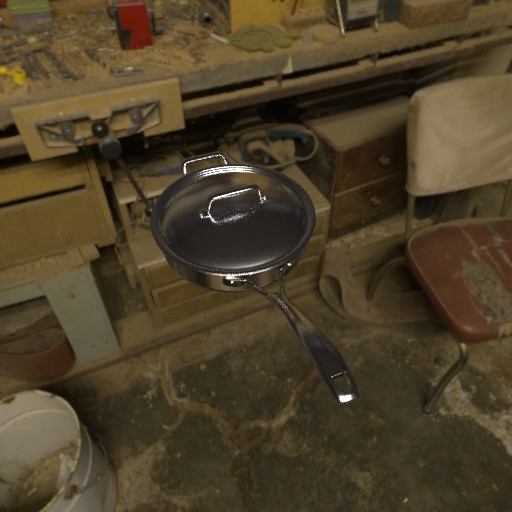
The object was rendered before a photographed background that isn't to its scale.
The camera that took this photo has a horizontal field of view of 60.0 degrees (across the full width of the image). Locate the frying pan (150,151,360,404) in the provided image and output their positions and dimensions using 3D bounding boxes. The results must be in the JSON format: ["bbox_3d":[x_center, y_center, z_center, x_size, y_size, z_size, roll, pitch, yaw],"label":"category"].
[{"bbox_3d":[0.000,0.000,0.695,0.280,0.114,0.561,-17,49,-15],"label":"frying pan"}]
